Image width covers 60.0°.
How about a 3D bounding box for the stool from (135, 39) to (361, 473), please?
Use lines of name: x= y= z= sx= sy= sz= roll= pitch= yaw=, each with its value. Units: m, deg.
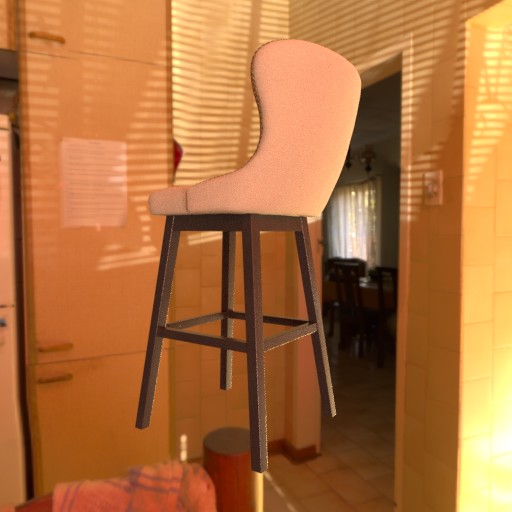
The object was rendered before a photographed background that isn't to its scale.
stool: x=0.000 y=0.000 z=1.364 sx=0.605 sy=1.066 sz=0.528 roll=2 pitch=3 yaw=34
